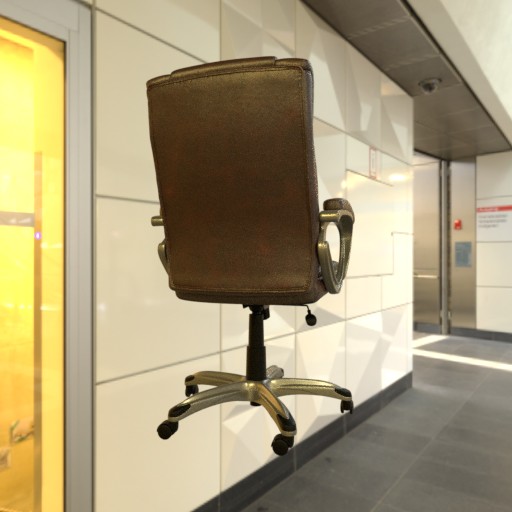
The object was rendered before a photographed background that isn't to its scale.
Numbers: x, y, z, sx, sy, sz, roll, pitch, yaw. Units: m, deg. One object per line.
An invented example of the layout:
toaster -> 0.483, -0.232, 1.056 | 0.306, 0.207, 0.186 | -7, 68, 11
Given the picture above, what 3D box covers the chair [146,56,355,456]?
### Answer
chair -> 0.000, 0.000, 1.568 | 0.656, 1.128, 0.692 | 0, 0, 17
